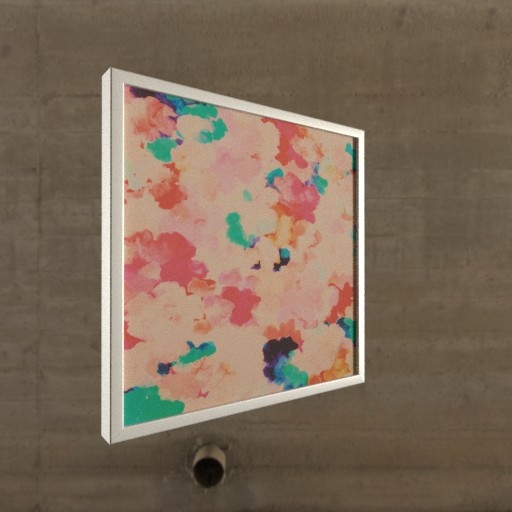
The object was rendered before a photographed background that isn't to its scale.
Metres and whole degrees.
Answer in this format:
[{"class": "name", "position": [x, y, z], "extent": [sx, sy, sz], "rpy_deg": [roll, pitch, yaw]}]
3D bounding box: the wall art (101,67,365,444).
[{"class": "wall art", "position": [0.000, 0.000, 0.755], "extent": [0.506, 0.505, 0.038], "rpy_deg": [0, 0, -36]}]
